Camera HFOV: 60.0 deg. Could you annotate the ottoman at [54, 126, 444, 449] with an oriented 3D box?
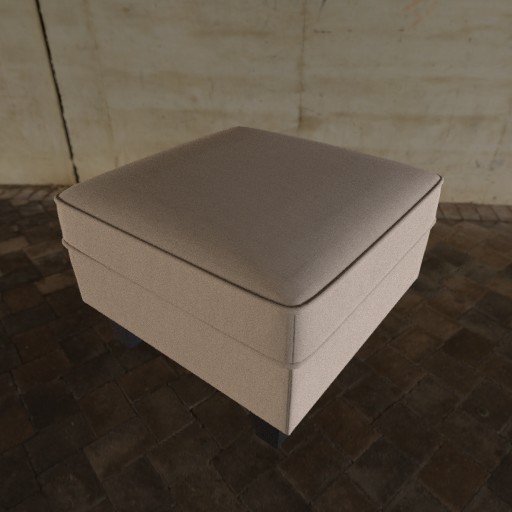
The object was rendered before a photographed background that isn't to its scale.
[{"bbox_3d":[0.000,0.000,1.024,0.616,0.438,0.613,23,39,31],"label":"ottoman"}]
